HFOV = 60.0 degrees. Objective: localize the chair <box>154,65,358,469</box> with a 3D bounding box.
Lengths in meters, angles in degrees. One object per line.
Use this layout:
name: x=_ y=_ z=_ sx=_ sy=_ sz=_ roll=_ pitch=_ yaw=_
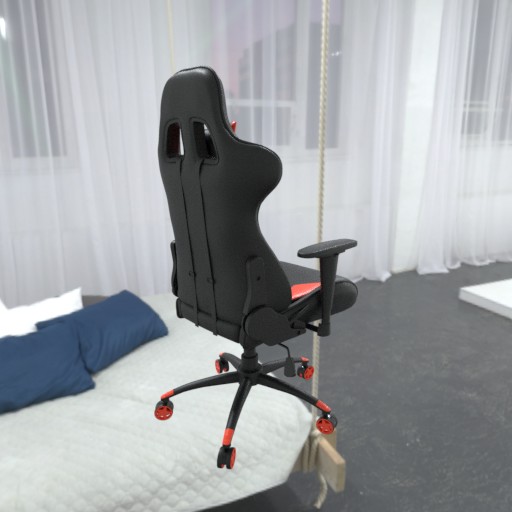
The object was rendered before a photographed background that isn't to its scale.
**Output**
chair: x=0.000 y=0.000 z=1.690 sx=0.730 sy=1.282 sz=0.695 roll=-13 pitch=20 yaw=-42
